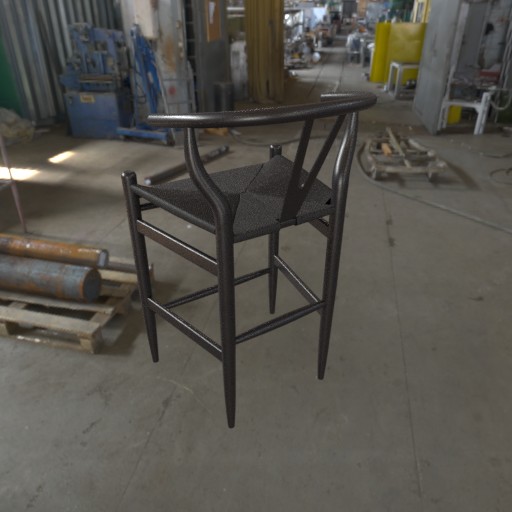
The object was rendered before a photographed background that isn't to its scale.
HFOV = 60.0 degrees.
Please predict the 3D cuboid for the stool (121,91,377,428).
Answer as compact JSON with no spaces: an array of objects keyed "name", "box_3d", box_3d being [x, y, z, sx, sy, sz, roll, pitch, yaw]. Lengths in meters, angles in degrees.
[{"name":"stool","box_3d":[0.000,0.000,1.325,0.569,0.970,0.579,-18,34,-29]}]
